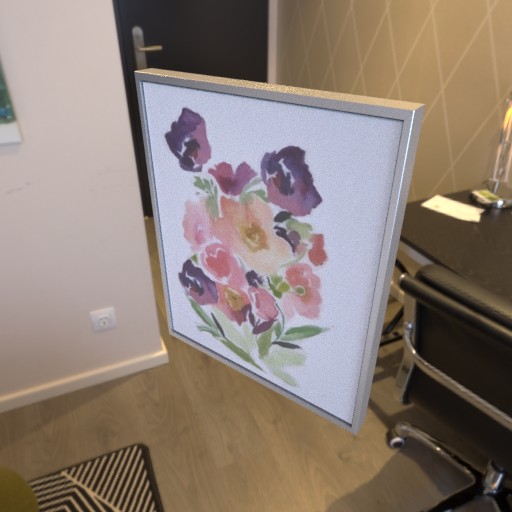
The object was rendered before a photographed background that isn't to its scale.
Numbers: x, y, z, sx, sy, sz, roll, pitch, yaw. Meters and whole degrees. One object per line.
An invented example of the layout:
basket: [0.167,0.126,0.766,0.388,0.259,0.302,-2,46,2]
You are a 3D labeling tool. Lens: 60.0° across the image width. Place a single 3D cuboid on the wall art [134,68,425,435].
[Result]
wall art: [0.000,0.000,0.751,0.452,0.549,0.038,20,37,30]
